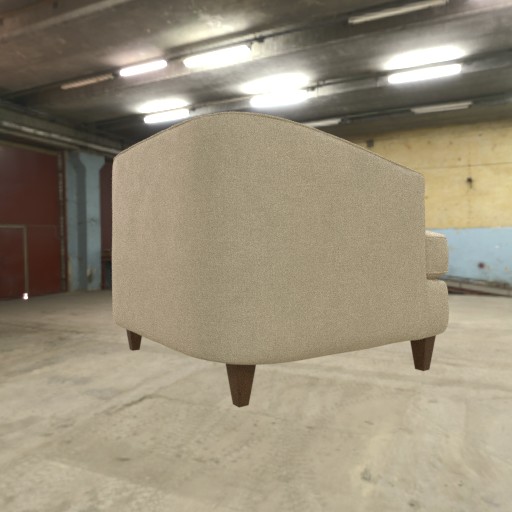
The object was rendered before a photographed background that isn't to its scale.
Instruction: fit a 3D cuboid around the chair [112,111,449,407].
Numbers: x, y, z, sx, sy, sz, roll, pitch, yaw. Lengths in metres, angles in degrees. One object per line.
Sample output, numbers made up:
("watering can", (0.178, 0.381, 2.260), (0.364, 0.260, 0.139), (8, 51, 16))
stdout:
("chair", (0.000, 0.000, 1.716), (0.914, 0.787, 1.118), (-1, 2, -36))
